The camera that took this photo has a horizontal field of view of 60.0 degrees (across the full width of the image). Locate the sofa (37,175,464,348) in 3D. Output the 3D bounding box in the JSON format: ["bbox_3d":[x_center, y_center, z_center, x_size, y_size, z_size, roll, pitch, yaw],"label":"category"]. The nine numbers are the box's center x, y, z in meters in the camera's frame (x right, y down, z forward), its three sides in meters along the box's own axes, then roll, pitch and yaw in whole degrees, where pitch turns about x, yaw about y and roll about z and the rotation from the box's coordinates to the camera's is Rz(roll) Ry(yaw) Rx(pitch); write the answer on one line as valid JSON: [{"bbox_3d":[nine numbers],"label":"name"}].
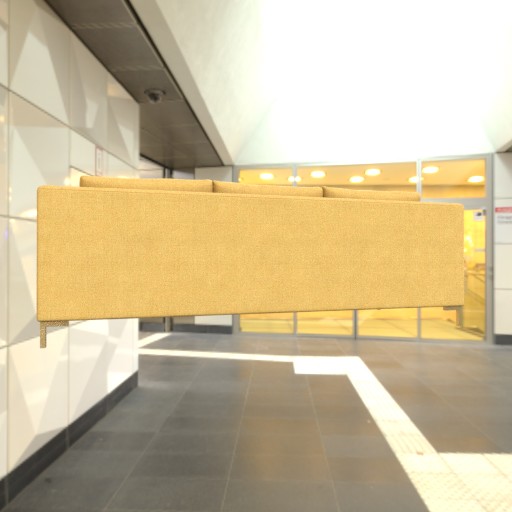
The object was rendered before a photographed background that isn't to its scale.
[{"bbox_3d":[0.000,0.000,2.859,2.415,0.867,0.969,0,0,-17],"label":"sofa"}]
